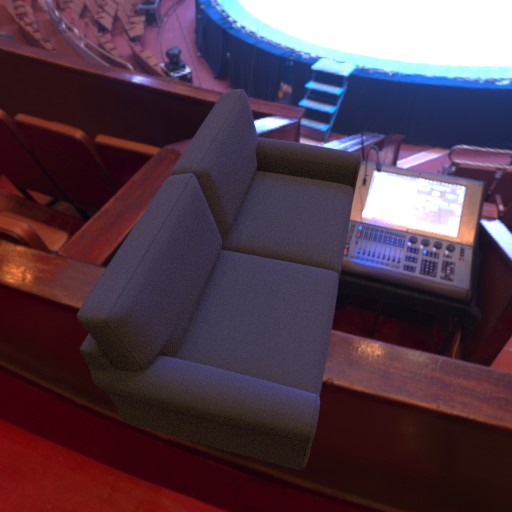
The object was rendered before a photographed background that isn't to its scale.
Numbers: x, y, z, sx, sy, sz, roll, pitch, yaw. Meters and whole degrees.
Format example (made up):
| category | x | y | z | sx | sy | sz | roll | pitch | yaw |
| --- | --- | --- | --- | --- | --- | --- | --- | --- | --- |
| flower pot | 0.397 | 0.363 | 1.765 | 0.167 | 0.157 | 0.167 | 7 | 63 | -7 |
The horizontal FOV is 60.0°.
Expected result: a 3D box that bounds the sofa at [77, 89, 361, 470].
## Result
| category | x | y | z | sx | sy | sz | roll | pitch | yaw |
| --- | --- | --- | --- | --- | --- | --- | --- | --- | --- |
| sofa | 0.000 | 0.000 | 2.435 | 0.940 | 1.020 | 1.930 | 11 | 47 | 10 |
